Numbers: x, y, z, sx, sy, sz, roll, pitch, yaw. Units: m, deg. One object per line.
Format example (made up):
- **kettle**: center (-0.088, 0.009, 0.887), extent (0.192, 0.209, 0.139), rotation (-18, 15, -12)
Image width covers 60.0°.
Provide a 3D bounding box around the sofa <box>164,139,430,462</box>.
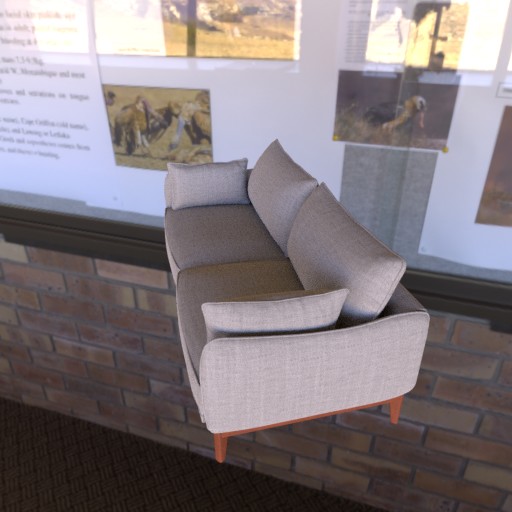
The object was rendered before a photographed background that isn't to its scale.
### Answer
- **sofa**: center (0.000, 0.000, 2.540), extent (0.972, 0.851, 1.989), rotation (-7, 30, -12)
